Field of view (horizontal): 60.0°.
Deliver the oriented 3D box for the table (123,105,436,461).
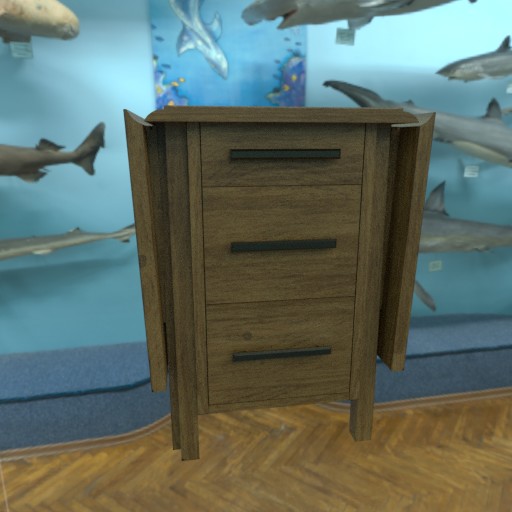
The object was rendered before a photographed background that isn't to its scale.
[{"bbox_3d":[0.000,0.000,1.270,0.591,0.763,0.746,-2,15,-9],"label":"table"}]
